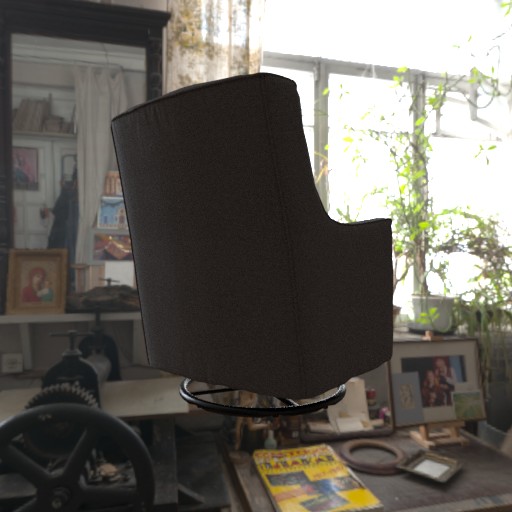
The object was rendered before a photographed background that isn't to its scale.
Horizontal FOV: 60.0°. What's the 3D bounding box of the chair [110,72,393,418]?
[{"bbox_3d":[0.000,0.000,1.621,0.732,0.993,0.879,0,0,37],"label":"chair"}]
